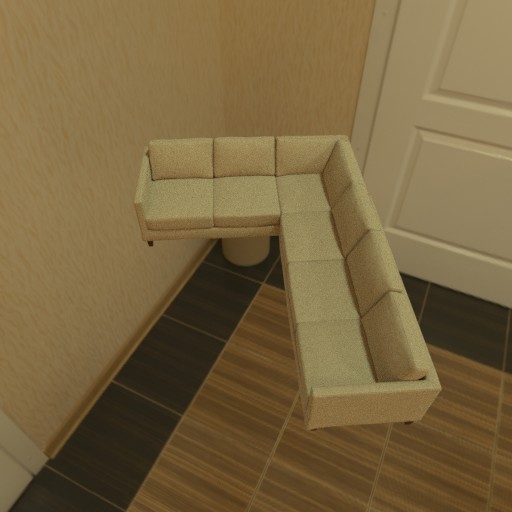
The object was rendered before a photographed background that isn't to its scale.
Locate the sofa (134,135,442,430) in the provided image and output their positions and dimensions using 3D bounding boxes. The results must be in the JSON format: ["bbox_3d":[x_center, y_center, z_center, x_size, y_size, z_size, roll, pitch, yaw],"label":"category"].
[{"bbox_3d":[0.000,0.000,4.307,2.432,0.863,3.182,-3,47,-2],"label":"sofa"}]
